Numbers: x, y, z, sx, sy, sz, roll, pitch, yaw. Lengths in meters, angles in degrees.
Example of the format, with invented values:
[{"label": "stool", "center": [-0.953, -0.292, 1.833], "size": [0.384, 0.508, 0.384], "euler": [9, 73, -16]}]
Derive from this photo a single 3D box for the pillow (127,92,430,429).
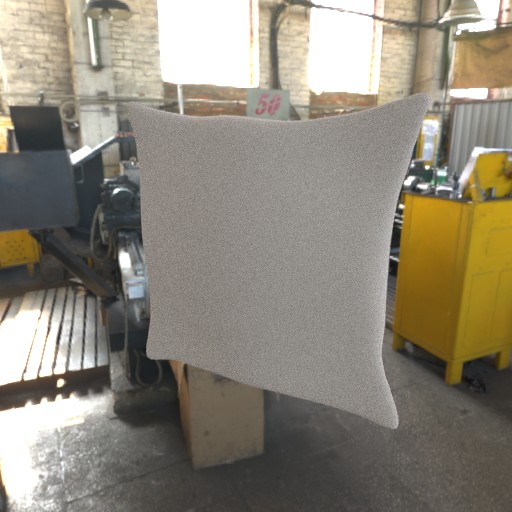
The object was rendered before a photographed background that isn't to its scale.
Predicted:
[{"label": "pillow", "center": [0.000, 0.000, 0.758], "size": [0.514, 0.513, 0.163], "euler": [8, 18, 26]}]
